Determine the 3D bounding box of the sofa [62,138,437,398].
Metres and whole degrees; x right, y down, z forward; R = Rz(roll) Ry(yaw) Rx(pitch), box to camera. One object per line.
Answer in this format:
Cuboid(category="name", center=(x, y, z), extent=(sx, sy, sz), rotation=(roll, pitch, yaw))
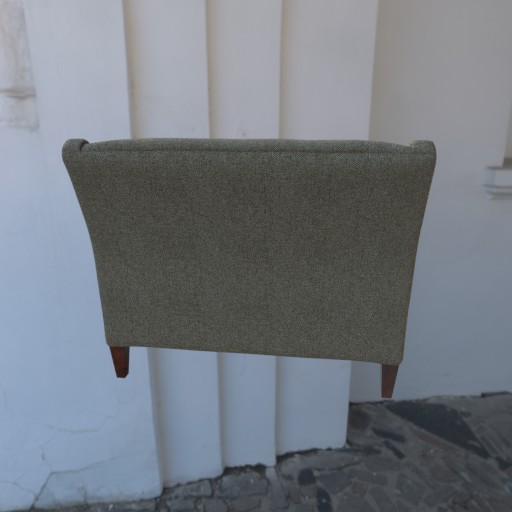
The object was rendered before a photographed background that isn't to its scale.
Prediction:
Cuboid(category="sofa", center=(0.000, 0.000, 1.946), extent=(1.242, 1.021, 0.870), rotation=(2, 17, 7))
